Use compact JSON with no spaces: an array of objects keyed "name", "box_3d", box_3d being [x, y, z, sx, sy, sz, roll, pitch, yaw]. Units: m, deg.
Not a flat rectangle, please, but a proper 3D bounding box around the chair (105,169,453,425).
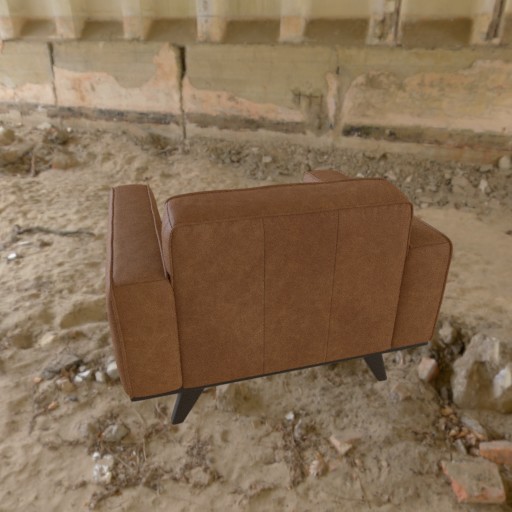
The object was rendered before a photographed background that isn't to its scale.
[{"name":"chair","box_3d":[0.000,0.000,1.772,1.118,0.782,0.952,-7,27,-14]}]
